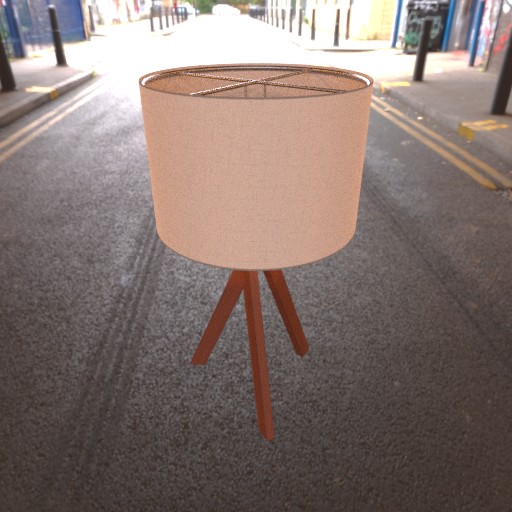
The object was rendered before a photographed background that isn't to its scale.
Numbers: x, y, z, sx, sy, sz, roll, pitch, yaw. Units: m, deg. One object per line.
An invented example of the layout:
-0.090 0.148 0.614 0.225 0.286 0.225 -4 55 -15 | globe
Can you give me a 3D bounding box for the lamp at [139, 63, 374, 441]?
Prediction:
0.000 0.000 0.905 0.380 0.686 0.380 20 35 31 | lamp
